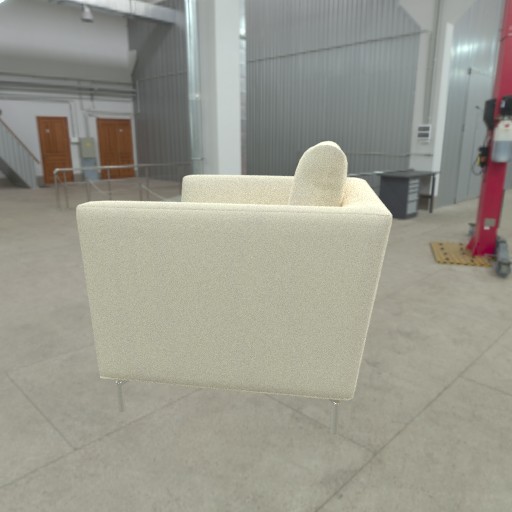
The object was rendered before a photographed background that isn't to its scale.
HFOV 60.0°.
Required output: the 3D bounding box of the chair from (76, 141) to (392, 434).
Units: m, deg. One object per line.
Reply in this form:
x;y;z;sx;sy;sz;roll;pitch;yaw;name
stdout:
0.000;0.000;1.732;0.889;0.865;1.041;2;15;9;chair
